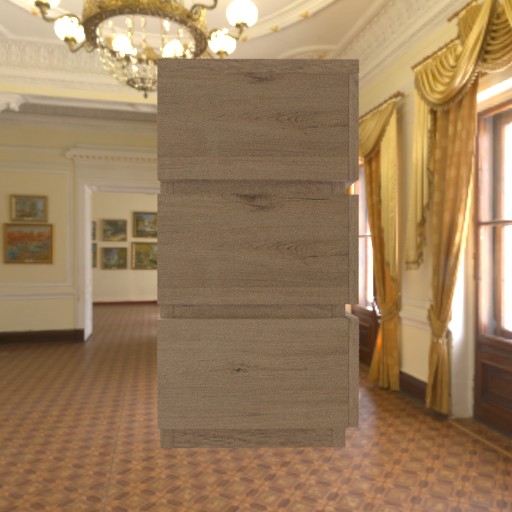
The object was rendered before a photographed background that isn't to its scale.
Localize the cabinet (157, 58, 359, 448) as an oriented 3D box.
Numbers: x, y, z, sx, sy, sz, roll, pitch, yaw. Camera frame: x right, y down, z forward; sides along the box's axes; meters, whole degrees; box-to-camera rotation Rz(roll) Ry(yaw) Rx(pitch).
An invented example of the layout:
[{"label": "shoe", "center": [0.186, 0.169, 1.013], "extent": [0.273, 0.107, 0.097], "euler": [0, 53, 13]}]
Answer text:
[{"label": "cabinet", "center": [0.000, 0.000, 1.441], "extent": [0.420, 0.820, 1.040], "euler": [0, 0, -1]}]
